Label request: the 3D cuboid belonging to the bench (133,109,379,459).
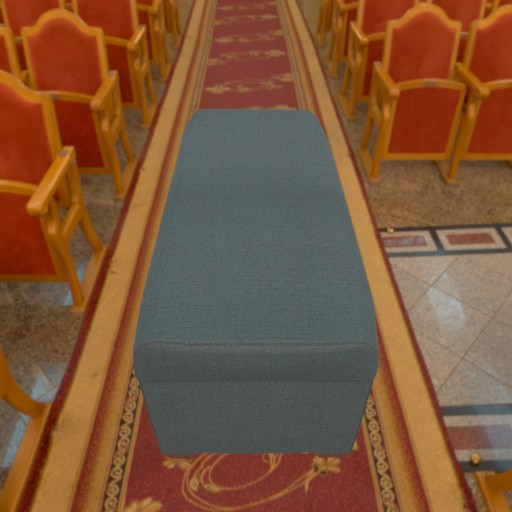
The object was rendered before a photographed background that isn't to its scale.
[{"bbox_3d":[0.000,0.000,1.255,0.476,0.474,0.995,0,41,0],"label":"bench"}]
